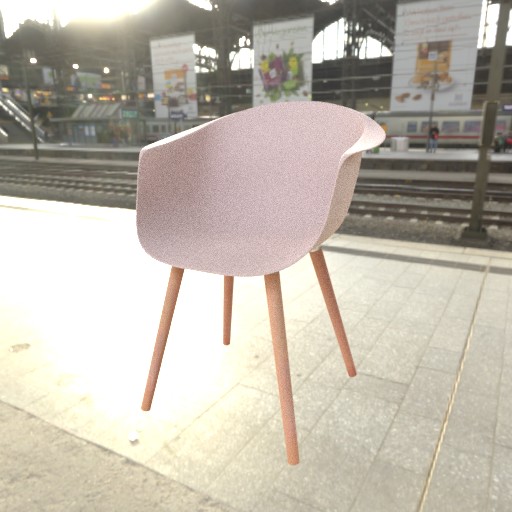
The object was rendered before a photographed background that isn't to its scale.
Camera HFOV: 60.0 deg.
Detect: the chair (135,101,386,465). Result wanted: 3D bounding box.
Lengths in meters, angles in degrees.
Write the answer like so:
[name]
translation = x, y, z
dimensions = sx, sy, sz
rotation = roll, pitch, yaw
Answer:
[chair]
translation = 0.000, 0.000, 1.141
dimensions = 0.593, 0.781, 0.504
rotation = 8, 17, 27
